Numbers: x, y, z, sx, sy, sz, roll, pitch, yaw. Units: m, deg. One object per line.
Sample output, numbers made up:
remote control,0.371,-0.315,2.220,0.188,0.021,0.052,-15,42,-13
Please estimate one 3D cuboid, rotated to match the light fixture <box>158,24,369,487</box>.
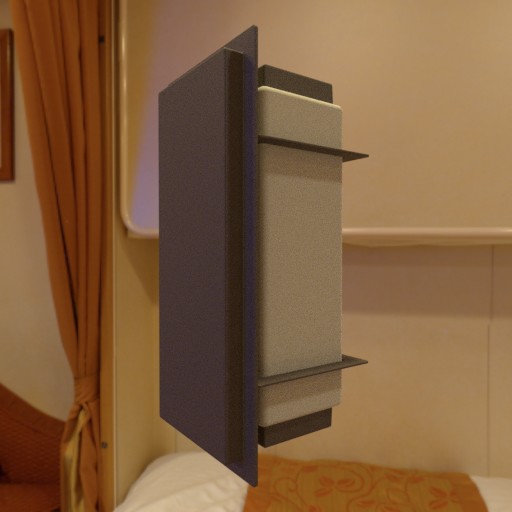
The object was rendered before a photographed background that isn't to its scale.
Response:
light fixture,0.000,0.000,0.425,0.146,0.347,0.153,-1,1,-36
